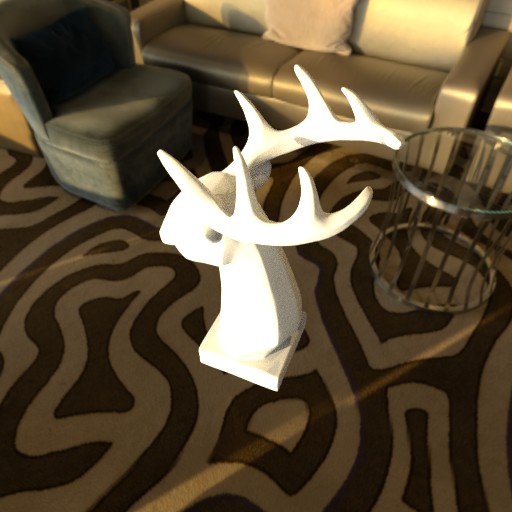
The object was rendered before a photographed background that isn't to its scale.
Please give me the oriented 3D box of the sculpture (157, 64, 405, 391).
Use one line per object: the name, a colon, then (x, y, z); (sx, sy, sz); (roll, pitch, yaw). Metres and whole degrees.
sculpture: (0.000, 0.000, 0.451); (0.224, 0.329, 0.174); (17, 48, 16)
